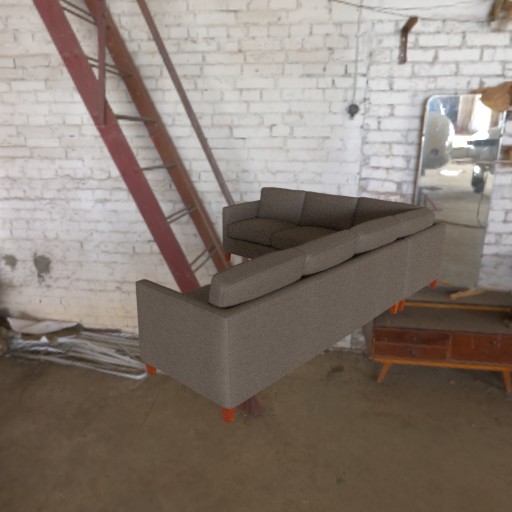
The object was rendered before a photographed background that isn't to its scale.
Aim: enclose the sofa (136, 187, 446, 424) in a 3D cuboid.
[{"bbox_3d":[0.000,0.000,4.470,2.593,0.947,3.302,14,22,40],"label":"sofa"}]
